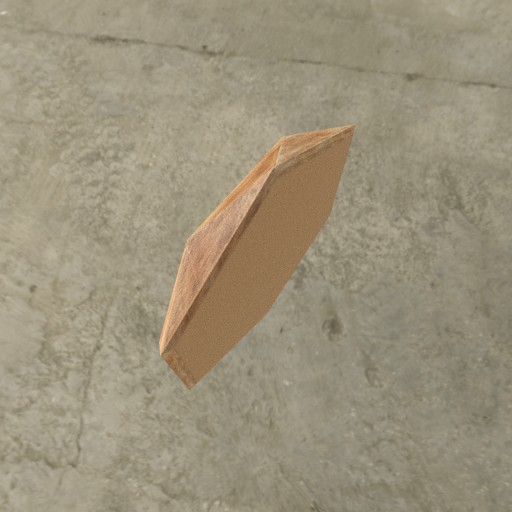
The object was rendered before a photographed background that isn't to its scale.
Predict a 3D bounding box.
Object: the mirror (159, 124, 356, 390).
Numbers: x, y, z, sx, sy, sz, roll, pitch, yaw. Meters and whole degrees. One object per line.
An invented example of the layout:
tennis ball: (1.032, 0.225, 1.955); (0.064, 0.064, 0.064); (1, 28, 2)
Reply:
mirror: (0.000, 0.000, 1.101); (0.091, 0.779, 0.675); (34, 69, 15)
